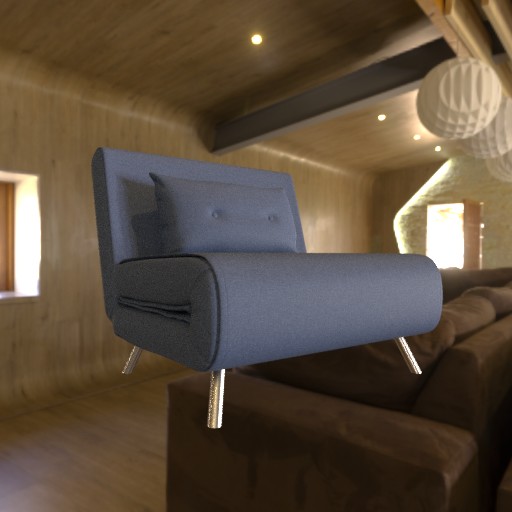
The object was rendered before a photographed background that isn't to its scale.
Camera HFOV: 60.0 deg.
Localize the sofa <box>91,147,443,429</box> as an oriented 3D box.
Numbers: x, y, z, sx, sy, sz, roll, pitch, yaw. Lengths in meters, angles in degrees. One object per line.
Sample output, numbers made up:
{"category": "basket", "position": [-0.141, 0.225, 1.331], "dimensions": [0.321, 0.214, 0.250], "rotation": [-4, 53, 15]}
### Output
{"category": "sofa", "position": [0.000, 0.000, 1.710], "dimensions": [0.999, 0.860, 0.996], "rotation": [0, 0, -36]}
